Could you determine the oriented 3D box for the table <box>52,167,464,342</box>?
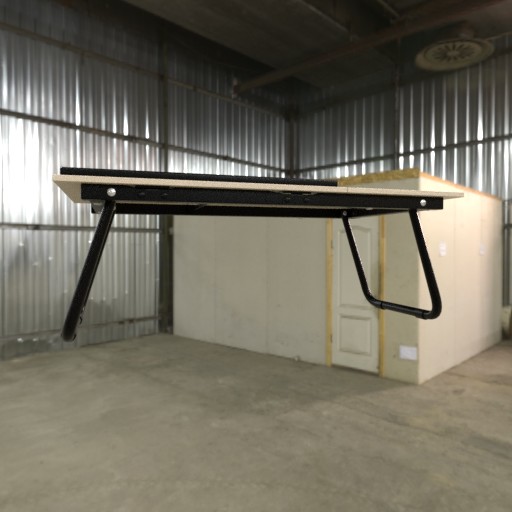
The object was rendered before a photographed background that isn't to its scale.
[{"bbox_3d":[0.000,0.000,0.811,0.644,0.242,0.322,-1,2,-18],"label":"table"}]
